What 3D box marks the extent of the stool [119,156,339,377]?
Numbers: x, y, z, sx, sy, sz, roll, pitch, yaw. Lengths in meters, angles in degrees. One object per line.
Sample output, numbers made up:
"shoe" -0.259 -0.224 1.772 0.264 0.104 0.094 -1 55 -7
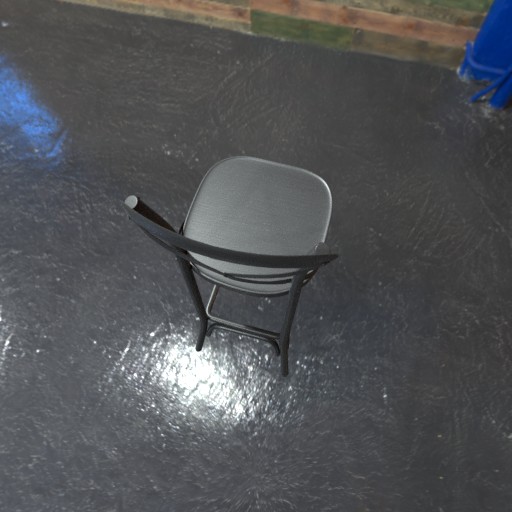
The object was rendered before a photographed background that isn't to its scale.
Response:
"stool" 0.000 0.000 1.462 0.457 1.168 0.584 14 64 7
